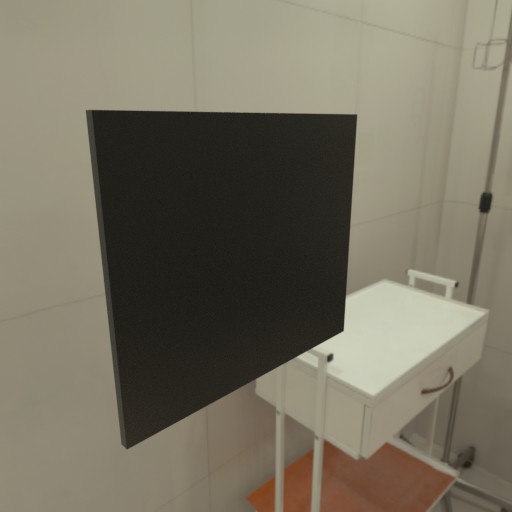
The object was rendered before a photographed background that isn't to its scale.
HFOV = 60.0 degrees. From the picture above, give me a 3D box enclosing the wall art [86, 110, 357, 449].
[{"bbox_3d":[0.000,0.000,0.538,0.383,0.332,0.012,-16,23,-42],"label":"wall art"}]
